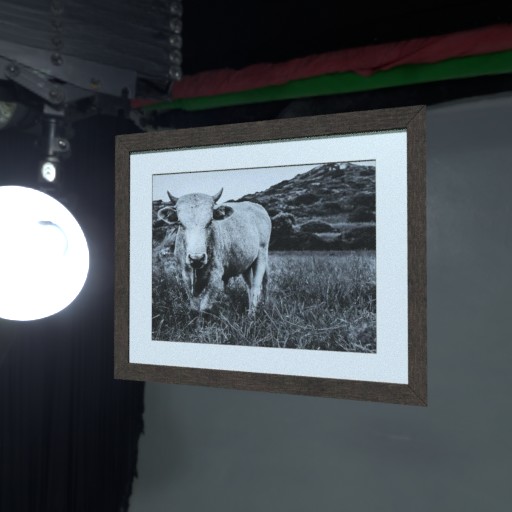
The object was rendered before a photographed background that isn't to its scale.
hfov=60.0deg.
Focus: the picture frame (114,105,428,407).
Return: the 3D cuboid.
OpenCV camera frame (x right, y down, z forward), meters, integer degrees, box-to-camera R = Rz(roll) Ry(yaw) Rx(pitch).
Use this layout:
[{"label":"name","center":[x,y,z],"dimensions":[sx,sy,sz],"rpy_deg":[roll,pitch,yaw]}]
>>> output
[{"label":"picture frame","center":[0.000,0.000,0.761],"dimensions":[0.546,0.455,0.026],"rpy_deg":[0,-1,17]}]
